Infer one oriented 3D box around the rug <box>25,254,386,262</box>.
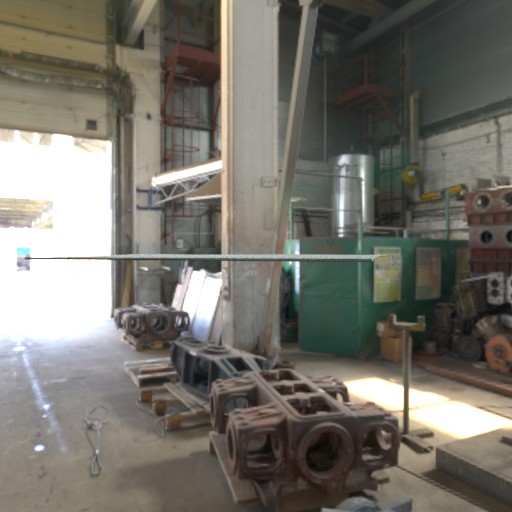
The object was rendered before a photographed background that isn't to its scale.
[{"bbox_3d":[0.000,0.000,2.938,1.611,0.026,2.260,0,1,18],"label":"rug"}]
